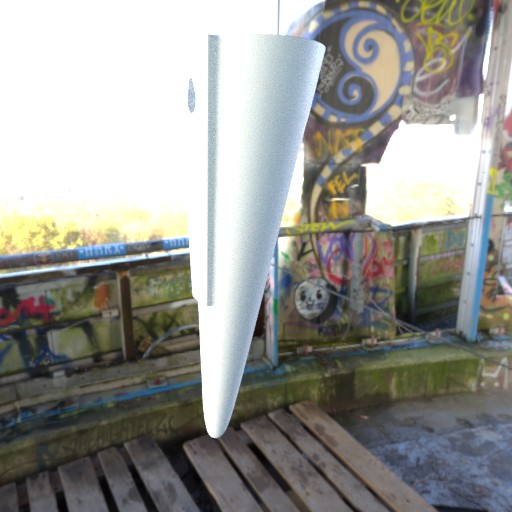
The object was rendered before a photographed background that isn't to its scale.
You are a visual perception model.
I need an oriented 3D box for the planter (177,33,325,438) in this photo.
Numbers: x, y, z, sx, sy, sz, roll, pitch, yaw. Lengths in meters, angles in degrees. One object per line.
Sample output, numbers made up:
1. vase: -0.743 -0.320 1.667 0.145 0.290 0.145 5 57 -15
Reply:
1. planter: 0.000 0.000 0.224 0.064 0.193 0.057 -8 17 -28
